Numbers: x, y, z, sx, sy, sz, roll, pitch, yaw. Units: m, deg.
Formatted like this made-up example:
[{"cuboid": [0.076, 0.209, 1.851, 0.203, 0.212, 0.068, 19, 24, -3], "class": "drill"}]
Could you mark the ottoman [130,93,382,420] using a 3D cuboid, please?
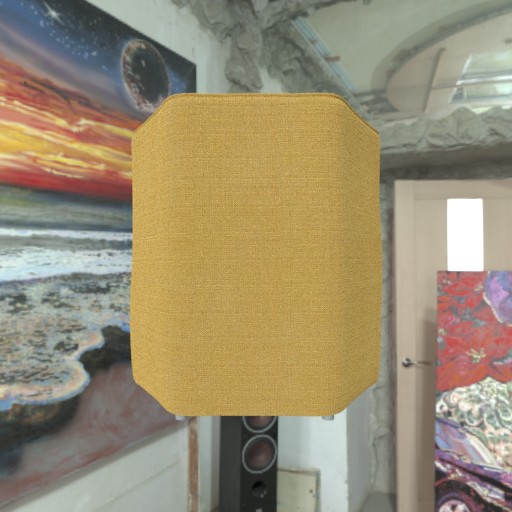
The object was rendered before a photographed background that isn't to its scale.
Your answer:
[{"cuboid": [0.000, 0.000, 0.875, 0.494, 0.502, 0.443, 0, -1, 0], "class": "ottoman"}]
